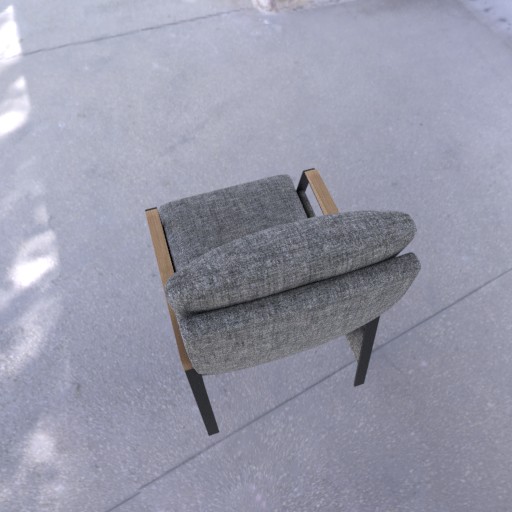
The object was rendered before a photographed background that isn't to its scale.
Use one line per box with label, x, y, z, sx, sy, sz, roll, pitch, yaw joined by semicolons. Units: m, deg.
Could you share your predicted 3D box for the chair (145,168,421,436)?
chair;0.000;0.000;1.572;0.671;1.042;0.868;-15;60;-9
